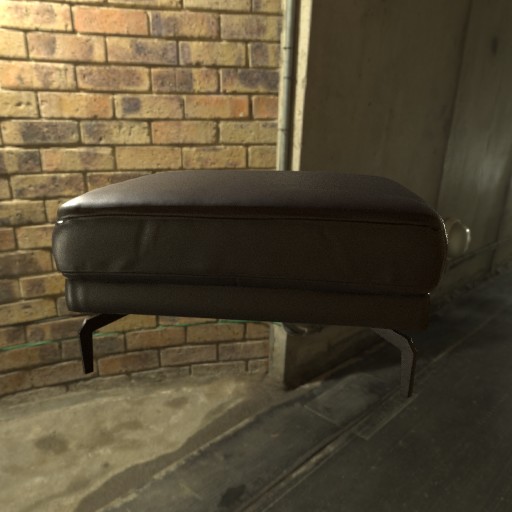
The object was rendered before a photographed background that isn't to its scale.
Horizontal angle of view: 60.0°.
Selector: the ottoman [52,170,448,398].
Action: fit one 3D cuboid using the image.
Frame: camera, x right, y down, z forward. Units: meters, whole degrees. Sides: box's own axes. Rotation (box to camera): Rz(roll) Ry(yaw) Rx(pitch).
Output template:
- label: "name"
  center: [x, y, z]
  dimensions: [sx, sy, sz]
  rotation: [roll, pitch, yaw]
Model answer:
- label: "ottoman"
  center: [0.000, 0.000, 1.093]
  dimensions: [0.764, 0.402, 0.570]
  rotation: [2, 16, 7]
